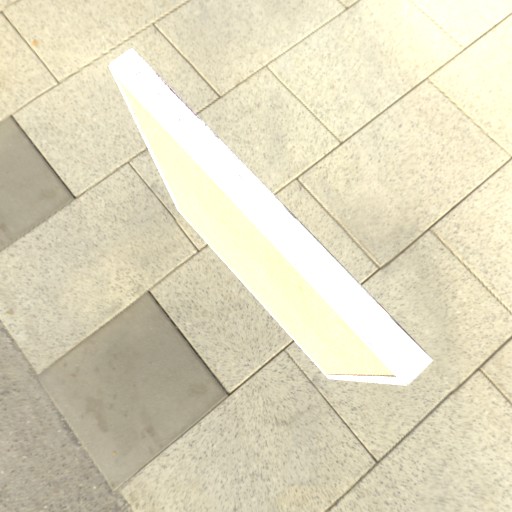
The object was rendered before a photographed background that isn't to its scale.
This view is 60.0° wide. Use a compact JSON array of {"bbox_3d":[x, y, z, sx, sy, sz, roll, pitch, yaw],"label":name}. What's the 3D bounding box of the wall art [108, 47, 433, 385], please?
[{"bbox_3d":[0.000,0.000,0.746,0.038,0.508,0.508,-41,79,-10],"label":"wall art"}]
